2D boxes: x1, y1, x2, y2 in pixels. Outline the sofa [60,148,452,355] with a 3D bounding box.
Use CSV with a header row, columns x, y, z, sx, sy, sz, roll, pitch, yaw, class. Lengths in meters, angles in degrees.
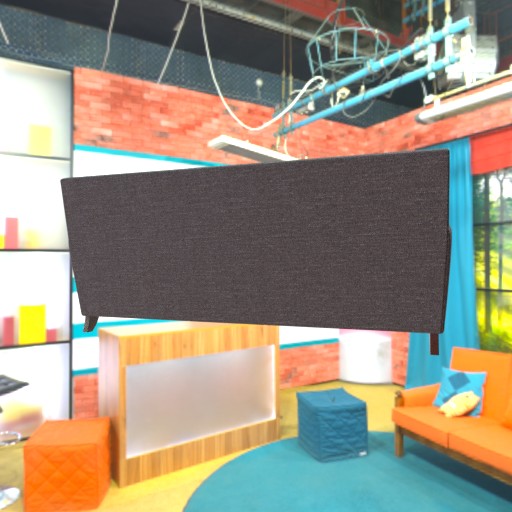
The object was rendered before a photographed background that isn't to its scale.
x,y,z,sx,sy,sz,roll,pitch,yaw,class
0.000,0.000,2.443,1.976,0.846,0.875,0,-1,19,sofa
